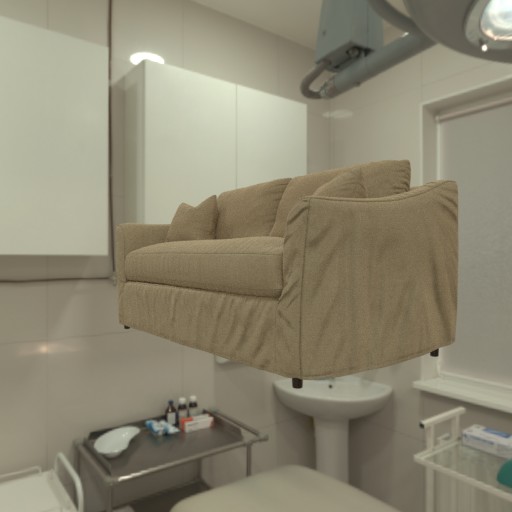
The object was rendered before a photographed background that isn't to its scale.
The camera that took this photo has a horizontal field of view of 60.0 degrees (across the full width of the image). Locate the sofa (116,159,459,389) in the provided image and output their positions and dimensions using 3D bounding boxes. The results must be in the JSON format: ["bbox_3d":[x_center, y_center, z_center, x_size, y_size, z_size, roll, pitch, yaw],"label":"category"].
[{"bbox_3d":[0.000,0.000,2.685,1.072,1.018,2.010,0,0,-37],"label":"sofa"}]
